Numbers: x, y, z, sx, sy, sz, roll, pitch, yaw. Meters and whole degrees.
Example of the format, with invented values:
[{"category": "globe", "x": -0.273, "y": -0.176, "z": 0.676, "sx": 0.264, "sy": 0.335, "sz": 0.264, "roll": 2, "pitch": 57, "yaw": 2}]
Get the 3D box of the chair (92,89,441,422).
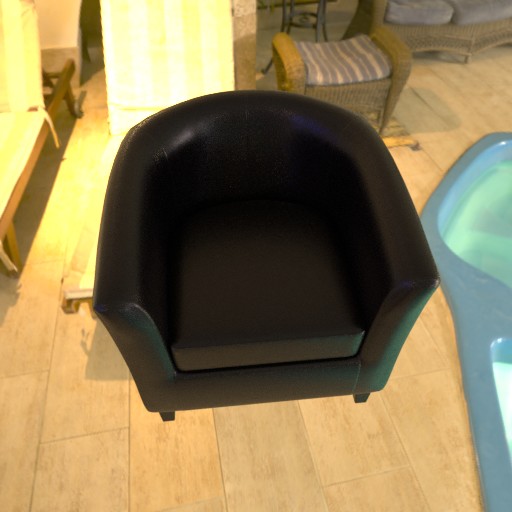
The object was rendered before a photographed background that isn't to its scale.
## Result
[{"category": "chair", "x": 0.000, "y": 0.000, "z": 1.378, "sx": 0.793, "sy": 0.756, "sz": 0.727, "roll": -4, "pitch": 46, "yaw": -4}]
